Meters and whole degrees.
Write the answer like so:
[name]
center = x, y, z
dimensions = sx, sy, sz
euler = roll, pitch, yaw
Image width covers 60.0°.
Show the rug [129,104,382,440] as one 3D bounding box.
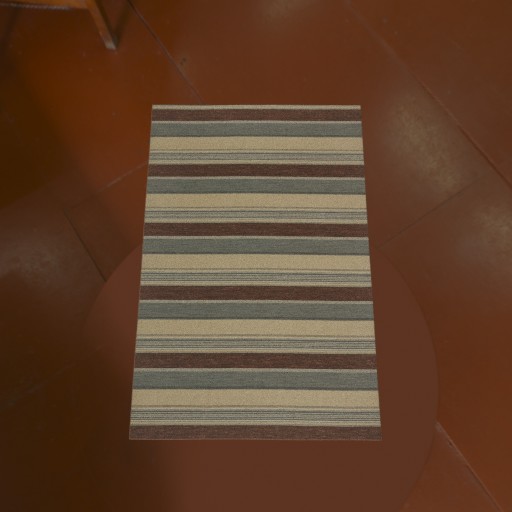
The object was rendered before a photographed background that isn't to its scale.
[rug]
center = 0.000, 0.000, 2.363
dimensions = 1.219, 0.008, 1.829
euler = 0, 75, 0
